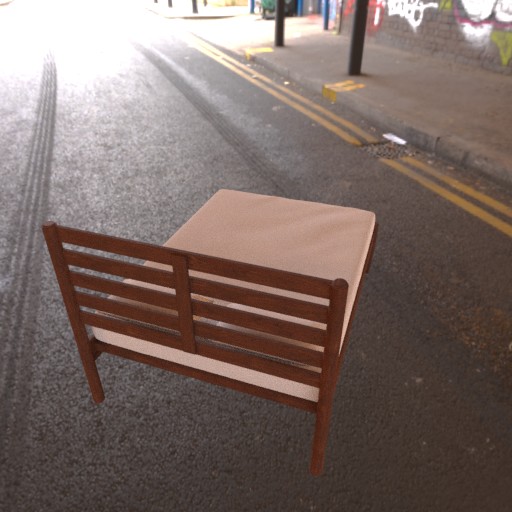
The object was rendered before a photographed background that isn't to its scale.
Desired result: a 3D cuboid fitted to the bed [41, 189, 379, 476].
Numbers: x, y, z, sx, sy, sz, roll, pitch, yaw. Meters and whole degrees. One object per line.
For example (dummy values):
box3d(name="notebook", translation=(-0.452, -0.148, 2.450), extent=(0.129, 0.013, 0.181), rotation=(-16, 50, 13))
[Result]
box3d(name="bed", translation=(0.000, 0.000, 3.126), extent=(1.509, 1.304, 2.093), rotation=(11, 35, 16))
